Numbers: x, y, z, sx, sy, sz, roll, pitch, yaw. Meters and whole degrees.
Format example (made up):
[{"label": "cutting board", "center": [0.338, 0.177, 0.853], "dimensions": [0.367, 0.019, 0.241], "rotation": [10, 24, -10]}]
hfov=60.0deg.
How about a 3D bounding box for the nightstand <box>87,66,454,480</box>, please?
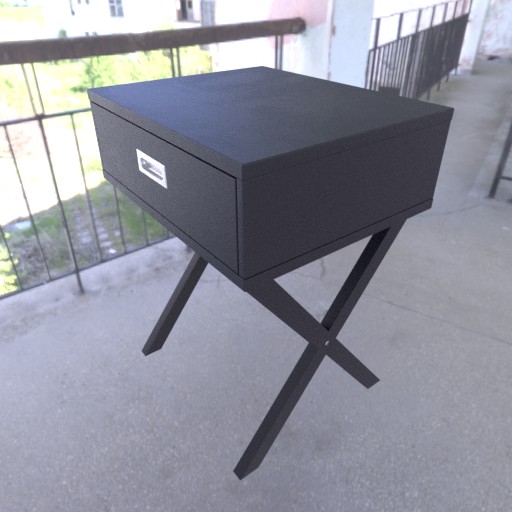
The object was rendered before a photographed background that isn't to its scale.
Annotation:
[{"label": "nightstand", "center": [0.000, 0.000, 0.903], "dimensions": [0.402, 0.623, 0.479], "rotation": [-22, 38, -31]}]
